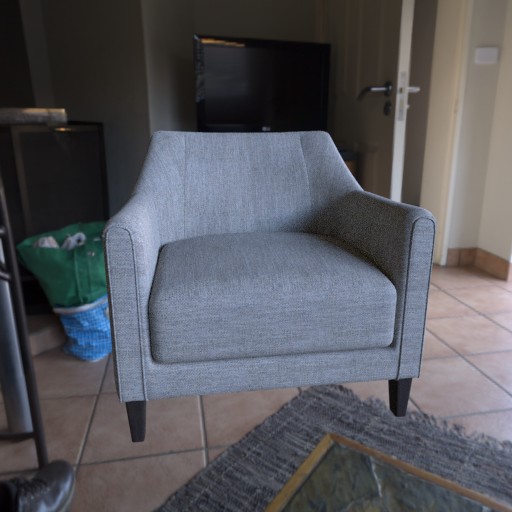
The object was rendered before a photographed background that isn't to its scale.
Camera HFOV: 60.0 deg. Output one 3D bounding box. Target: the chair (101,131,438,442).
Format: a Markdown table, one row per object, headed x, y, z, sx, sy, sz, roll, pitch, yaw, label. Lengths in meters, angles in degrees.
| x | y | z | sx | sy | sz | roll | pitch | yaw | label |
| --- | --- | --- | --- | --- | --- | --- | --- | --- | --- |
| 0.000 | 0.000 | 1.400 | 0.796 | 0.761 | 0.758 | -2 | 16 | -8 | chair |
